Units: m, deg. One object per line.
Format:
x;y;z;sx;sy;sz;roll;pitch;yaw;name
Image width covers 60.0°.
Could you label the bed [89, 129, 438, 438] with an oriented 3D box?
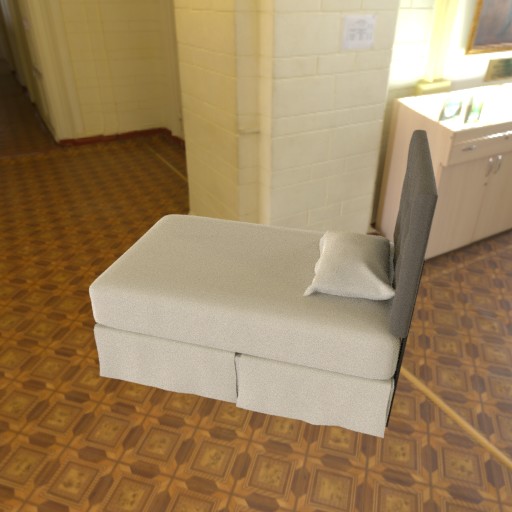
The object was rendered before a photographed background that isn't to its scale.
0.000;0.000;3.012;1.997;1.571;1.261;8;31;14;bed
